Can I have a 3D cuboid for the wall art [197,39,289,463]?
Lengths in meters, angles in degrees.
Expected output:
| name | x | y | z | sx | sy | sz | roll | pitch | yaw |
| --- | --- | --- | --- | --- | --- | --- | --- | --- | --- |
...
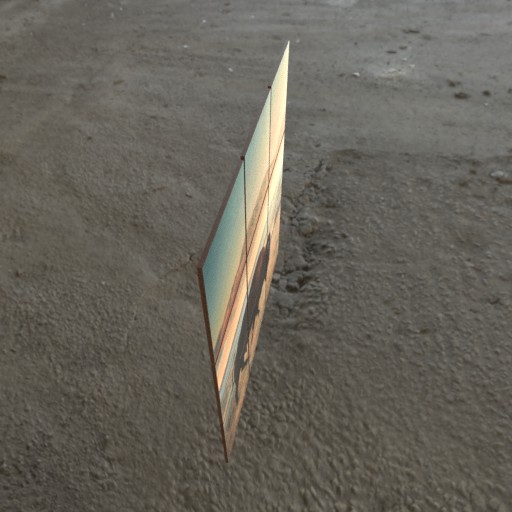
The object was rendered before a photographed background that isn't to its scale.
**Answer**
| name | x | y | z | sx | sy | sz | roll | pitch | yaw |
| --- | --- | --- | --- | --- | --- | --- | --- | --- | --- |
| wall art | 0.000 | 0.000 | 1.786 | 0.019 | 1.218 | 1.221 | 9 | 48 | 8 |
